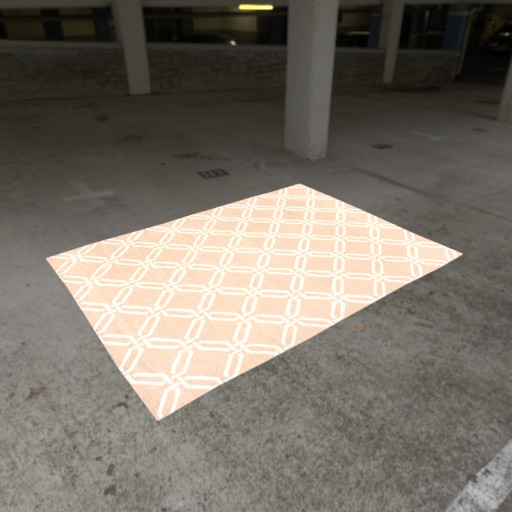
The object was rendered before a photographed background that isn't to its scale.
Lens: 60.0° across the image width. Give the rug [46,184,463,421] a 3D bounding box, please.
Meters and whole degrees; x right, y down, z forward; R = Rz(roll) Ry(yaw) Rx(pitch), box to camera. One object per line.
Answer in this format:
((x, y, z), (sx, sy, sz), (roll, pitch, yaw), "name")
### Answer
((0.000, 0.000, 4.377), (3.365, 0.020, 2.452), (-21, 36, -31), "rug")
